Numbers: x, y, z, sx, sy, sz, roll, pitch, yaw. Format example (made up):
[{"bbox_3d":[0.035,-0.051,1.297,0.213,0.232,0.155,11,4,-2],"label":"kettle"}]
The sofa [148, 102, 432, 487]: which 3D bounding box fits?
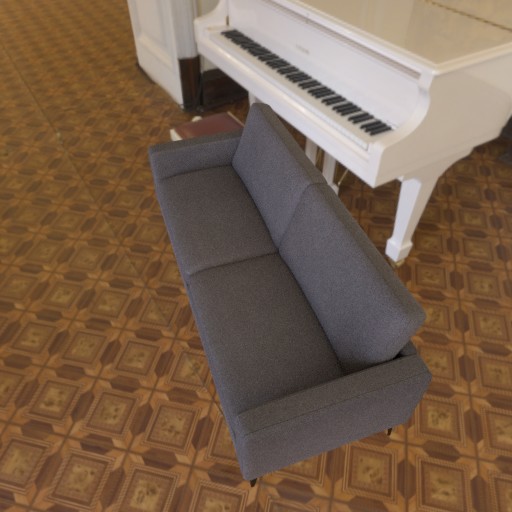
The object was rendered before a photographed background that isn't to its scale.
[{"bbox_3d":[0.000,0.000,2.321,0.774,0.828,1.925,-14,48,-13],"label":"sofa"}]
